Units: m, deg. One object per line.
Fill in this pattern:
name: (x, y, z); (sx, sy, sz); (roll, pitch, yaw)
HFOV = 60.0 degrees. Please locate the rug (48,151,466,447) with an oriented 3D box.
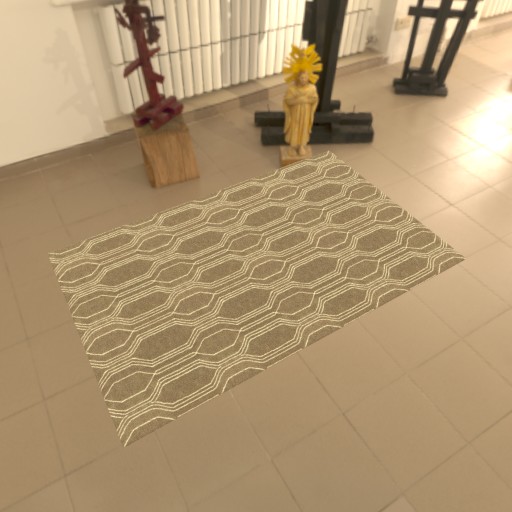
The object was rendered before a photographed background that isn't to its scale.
rug: (0.000, 0.000, 3.067); (2.457, 0.012, 1.541); (-24, 51, -21)
